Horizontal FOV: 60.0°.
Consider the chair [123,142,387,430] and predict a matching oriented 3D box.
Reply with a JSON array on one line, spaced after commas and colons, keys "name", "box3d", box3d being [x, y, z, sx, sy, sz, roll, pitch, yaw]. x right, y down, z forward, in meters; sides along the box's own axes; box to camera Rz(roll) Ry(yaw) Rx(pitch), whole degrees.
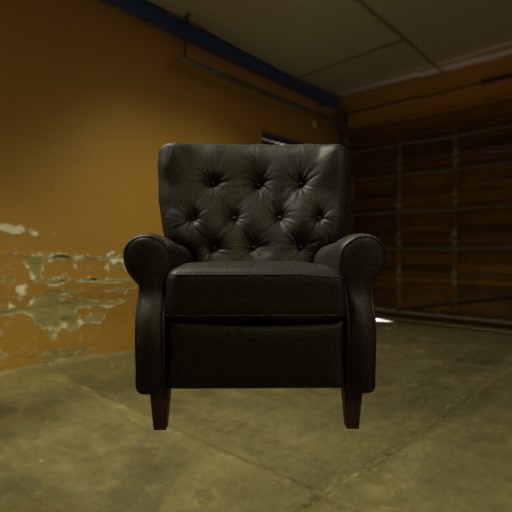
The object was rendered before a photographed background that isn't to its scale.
[{"name": "chair", "box3d": [0.000, 0.000, 1.907, 0.948, 1.158, 1.058, 0, 0, -1]}]
